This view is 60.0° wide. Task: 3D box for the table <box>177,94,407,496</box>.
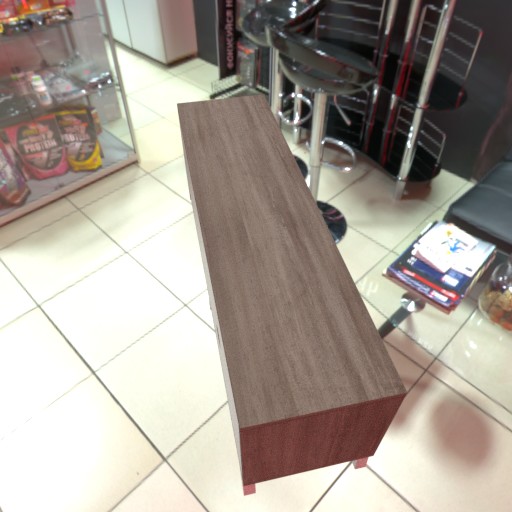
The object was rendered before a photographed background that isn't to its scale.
[{"bbox_3d":[0.000,0.000,1.704,0.400,0.530,1.500,-9,47,-8],"label":"table"}]
